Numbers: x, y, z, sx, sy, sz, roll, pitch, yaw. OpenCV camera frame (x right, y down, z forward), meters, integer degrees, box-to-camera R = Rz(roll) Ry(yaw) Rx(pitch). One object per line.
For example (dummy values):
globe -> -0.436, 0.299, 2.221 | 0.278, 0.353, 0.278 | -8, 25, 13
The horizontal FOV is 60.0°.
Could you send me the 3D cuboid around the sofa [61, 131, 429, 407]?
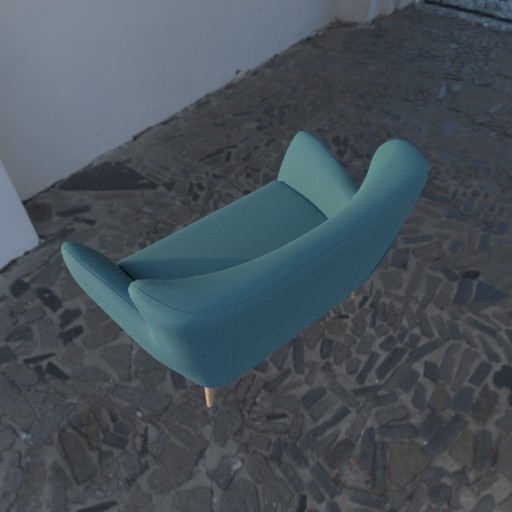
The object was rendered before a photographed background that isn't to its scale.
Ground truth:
sofa -> 0.000, 0.000, 1.997 | 1.397, 0.889, 0.889 | -31, 54, -27
